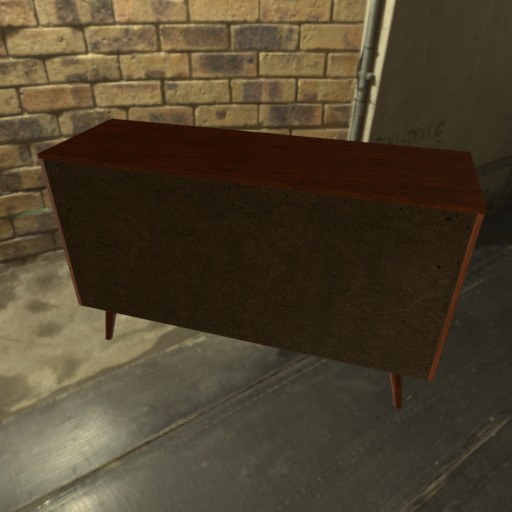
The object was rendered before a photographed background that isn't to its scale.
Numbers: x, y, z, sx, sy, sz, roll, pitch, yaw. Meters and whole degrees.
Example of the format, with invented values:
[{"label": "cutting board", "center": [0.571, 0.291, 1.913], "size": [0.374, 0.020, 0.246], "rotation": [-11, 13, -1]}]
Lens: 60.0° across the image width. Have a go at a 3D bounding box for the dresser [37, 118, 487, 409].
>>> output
[{"label": "dresser", "center": [0.000, 0.000, 1.831], "size": [1.472, 0.889, 0.500], "rotation": [9, 34, 14]}]
